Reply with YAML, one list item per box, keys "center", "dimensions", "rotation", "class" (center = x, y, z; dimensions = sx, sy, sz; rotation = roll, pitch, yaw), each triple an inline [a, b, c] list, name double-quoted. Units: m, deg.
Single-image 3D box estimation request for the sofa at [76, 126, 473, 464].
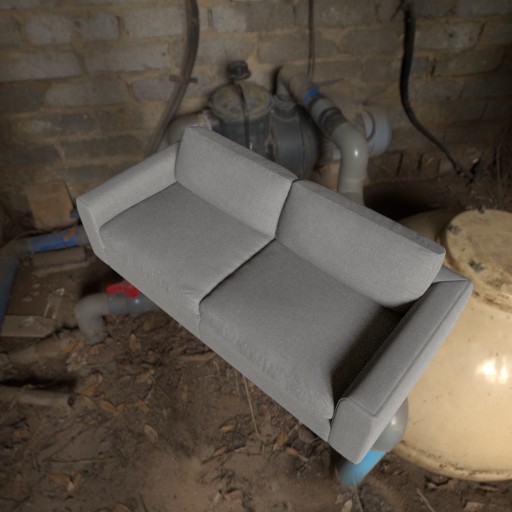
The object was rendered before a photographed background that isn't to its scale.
- center: [0.000, 0.000, 2.732]
  dimensions: [2.262, 0.801, 1.070]
  rotation: [33, 55, 27]
  class: "sofa"
